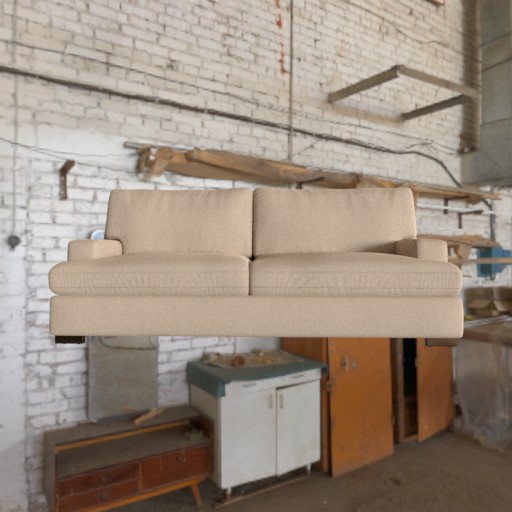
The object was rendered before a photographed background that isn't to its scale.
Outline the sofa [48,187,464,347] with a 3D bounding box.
[{"bbox_3d":[0.000,0.000,2.685,2.147,0.925,0.929,0,0,2],"label":"sofa"}]
